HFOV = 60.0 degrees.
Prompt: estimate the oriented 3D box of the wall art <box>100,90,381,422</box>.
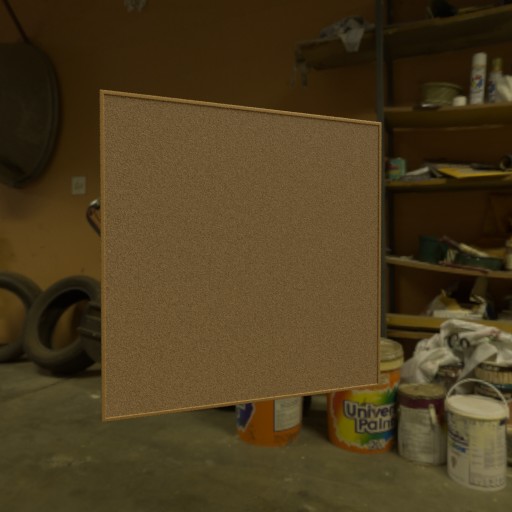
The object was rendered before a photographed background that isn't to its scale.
[{"bbox_3d":[0.000,0.000,0.994,0.657,0.655,0.014,0,1,-20],"label":"wall art"}]
